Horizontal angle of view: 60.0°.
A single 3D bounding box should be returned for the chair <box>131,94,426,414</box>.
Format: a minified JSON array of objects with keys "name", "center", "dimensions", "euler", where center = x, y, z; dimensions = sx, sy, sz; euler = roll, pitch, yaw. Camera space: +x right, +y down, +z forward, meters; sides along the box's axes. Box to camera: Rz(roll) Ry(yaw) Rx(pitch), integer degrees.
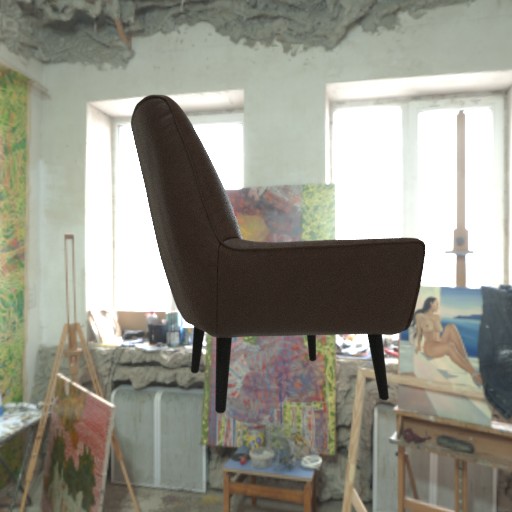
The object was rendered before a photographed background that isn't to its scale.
[{"name":"chair","center":[0.000,0.000,1.517],"dimensions":[0.824,0.888,0.787],"euler":[0,0,-17]}]
